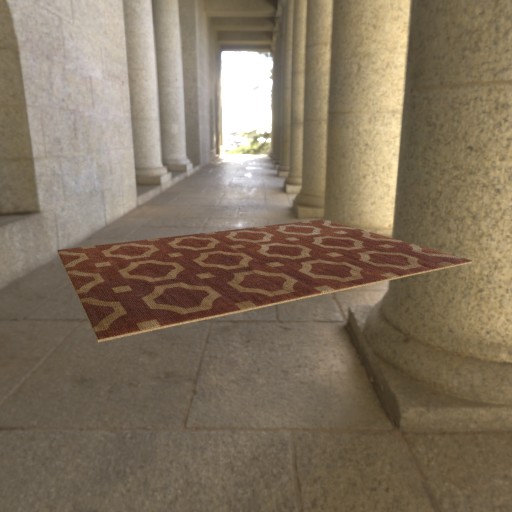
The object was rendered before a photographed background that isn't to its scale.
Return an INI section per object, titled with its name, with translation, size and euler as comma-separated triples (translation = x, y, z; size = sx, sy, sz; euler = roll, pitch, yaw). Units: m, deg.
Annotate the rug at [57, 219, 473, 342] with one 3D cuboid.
[rug]
translation = 0.000, 0.000, 2.935
size = 2.286, 0.016, 1.555
euler = -9, 18, -28
